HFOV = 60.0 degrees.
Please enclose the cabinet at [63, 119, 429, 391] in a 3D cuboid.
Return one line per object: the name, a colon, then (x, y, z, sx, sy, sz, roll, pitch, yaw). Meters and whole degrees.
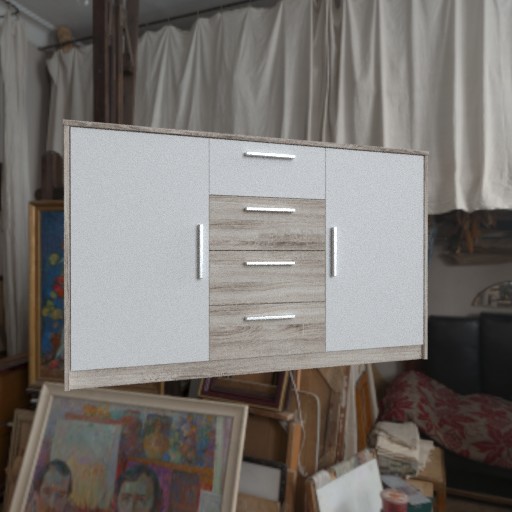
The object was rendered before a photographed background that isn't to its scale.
cabinet: (0.000, 0.000, 1.849, 1.450, 0.900, 0.380, 0, 0, -18)
